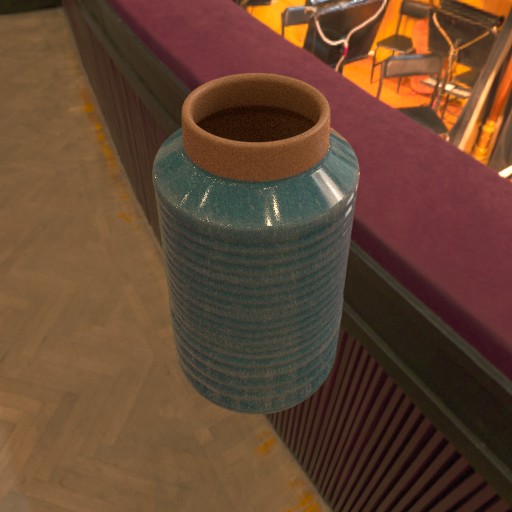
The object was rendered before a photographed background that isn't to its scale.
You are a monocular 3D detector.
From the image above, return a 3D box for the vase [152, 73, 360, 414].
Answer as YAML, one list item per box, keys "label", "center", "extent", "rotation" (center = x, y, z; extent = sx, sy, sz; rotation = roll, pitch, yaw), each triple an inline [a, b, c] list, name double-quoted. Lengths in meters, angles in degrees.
- label: "vase"
  center: [0.000, 0.000, 0.366]
  extent: [0.163, 0.267, 0.163]
  rotation: [0, 47, 0]
